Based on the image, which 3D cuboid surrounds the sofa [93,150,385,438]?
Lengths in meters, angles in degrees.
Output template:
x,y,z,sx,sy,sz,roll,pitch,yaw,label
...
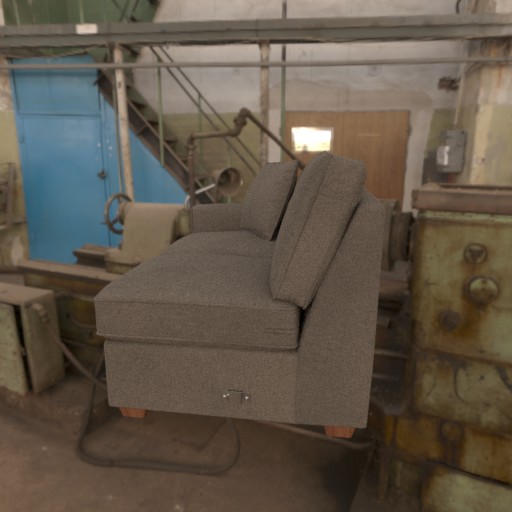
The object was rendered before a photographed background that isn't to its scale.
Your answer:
x,y,z,sx,sy,sz,roll,pitch,yaw,label
0.000,0.000,2.125,0.991,0.989,1.388,2,14,8,sofa
